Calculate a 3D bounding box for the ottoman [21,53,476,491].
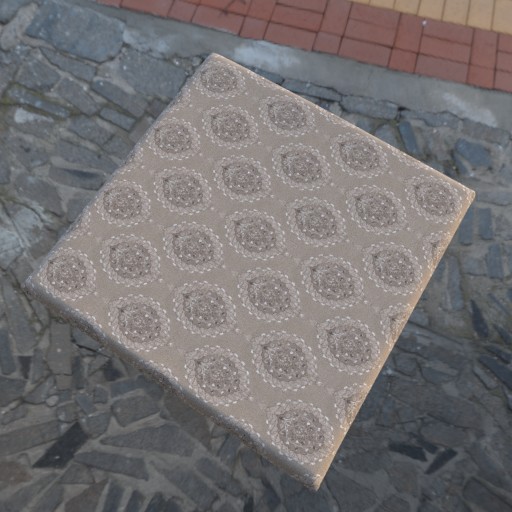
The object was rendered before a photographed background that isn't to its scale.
[{"bbox_3d":[0.000,0.000,1.328,0.890,0.411,0.889,31,76,9],"label":"ottoman"}]
